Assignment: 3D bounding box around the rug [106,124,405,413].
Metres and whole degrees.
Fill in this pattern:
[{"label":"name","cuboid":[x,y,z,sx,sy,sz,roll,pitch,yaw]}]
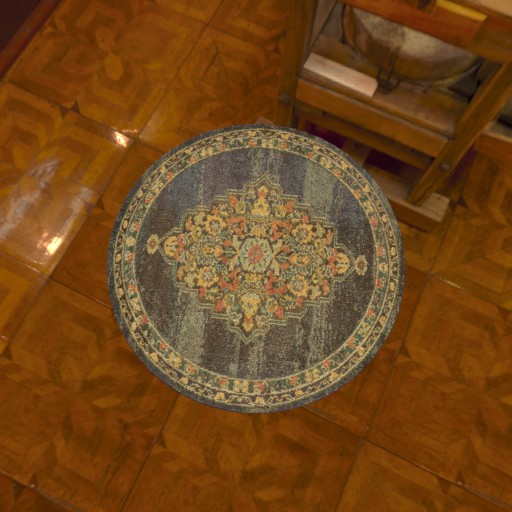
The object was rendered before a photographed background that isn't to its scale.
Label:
[{"label":"rug","cuboid":[0.000,0.000,2.368,1.591,0.010,1.591,0,75,0]}]
